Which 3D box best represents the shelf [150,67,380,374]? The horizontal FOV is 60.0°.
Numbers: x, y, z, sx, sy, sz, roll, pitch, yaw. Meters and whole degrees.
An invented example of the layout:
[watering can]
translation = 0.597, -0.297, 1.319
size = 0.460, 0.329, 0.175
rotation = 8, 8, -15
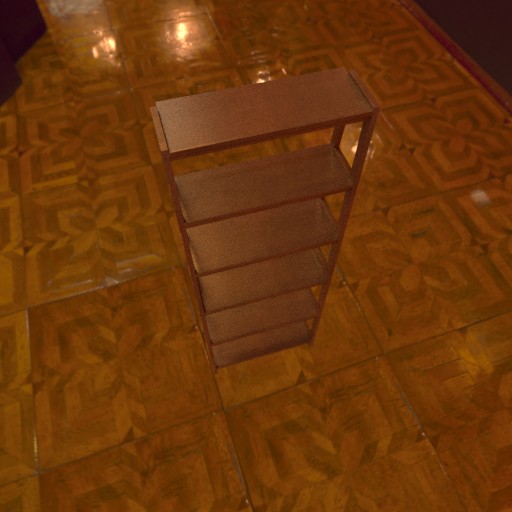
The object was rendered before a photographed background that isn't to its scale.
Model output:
[shelf]
translation = 0.000, 0.000, 2.152
size = 0.660, 1.892, 0.382
rotation = -14, 58, -9
